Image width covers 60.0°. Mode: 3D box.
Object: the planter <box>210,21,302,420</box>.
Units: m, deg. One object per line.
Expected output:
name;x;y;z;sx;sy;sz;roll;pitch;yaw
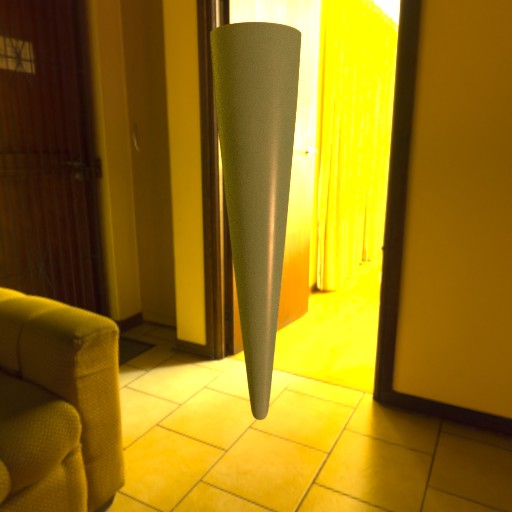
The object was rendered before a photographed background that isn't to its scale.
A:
planter;0.000;0.000;0.292;0.054;0.268;0.055;2;13;8
